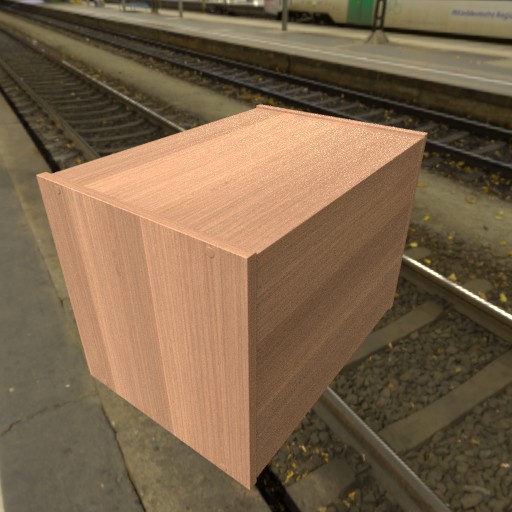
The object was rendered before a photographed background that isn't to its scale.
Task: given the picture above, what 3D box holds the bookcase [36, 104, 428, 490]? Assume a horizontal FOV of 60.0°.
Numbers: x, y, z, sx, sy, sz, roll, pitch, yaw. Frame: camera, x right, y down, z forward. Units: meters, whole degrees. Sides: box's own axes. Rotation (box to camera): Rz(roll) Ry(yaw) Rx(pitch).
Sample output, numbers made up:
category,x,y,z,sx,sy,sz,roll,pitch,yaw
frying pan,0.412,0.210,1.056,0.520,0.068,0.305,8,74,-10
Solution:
category,x,y,z,sx,sy,sz,roll,pitch,yaw
bookcase,0.000,0.000,0.631,0.290,0.305,0.415,21,37,31
